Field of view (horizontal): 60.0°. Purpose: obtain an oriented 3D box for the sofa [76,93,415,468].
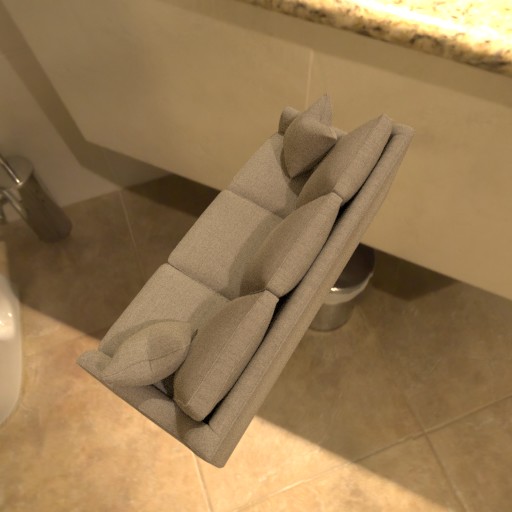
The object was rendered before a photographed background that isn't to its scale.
[{"bbox_3d":[0.000,0.000,2.511,0.865,0.914,2.031,29,66,14],"label":"sofa"}]
